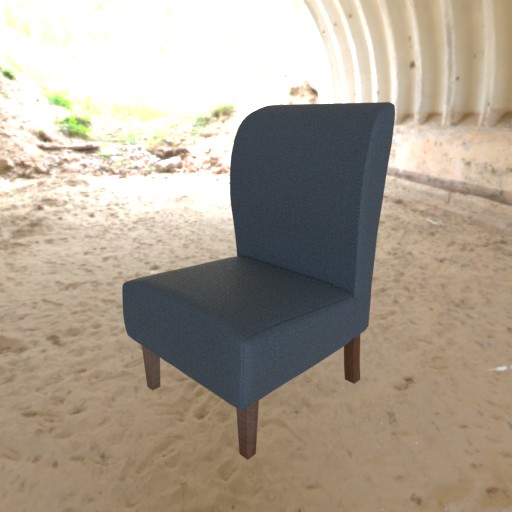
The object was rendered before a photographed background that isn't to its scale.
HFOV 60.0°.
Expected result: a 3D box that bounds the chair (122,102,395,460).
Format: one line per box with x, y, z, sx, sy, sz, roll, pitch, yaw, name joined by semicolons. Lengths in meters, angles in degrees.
0.000;0.000;1.221;0.513;0.804;0.592;16;24;42;chair
